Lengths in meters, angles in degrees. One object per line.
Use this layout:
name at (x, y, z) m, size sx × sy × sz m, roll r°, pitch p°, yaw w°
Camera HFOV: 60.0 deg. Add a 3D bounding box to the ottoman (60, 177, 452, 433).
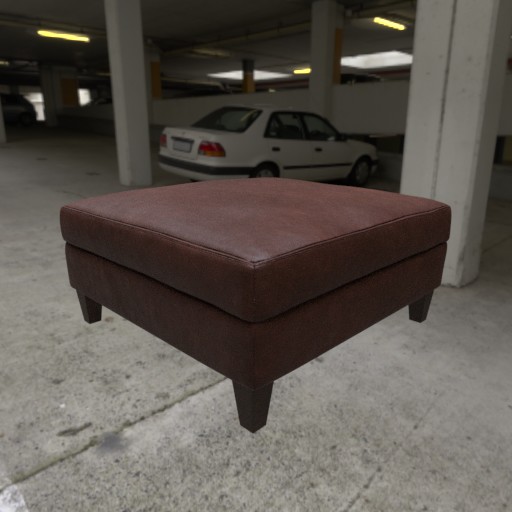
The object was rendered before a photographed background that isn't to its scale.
ottoman at (0.000, 0.000, 1.323) m, size 0.844 × 0.415 × 0.836 m, roll -16°, pitch 22°, yaw -43°
